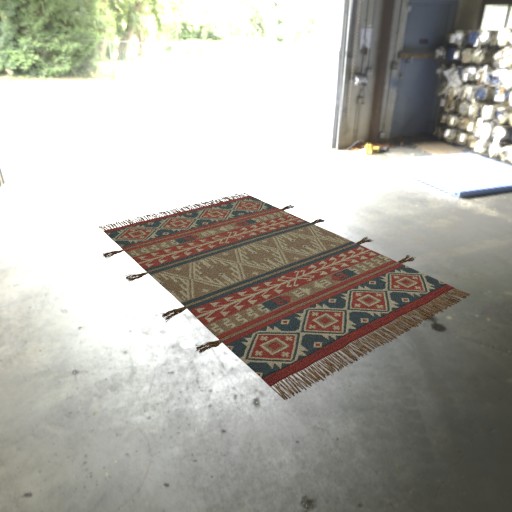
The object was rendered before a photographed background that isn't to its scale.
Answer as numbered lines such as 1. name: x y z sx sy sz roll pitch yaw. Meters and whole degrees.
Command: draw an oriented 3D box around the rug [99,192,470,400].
1. rug: 0.000 0.000 3.203 1.778 0.048 2.450 -18 32 -32
